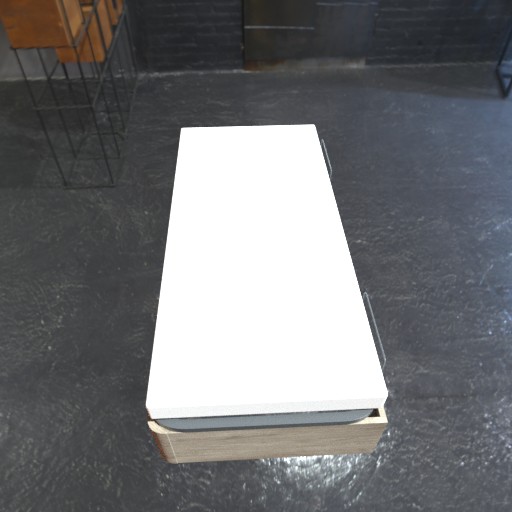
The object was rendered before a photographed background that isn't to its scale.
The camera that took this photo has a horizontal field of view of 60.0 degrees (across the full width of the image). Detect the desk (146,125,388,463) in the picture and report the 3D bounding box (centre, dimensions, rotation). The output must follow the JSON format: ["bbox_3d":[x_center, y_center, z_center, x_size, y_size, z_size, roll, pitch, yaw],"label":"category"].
[{"bbox_3d":[0.000,0.000,2.332,0.900,0.455,1.900,-2,46,-2],"label":"desk"}]
